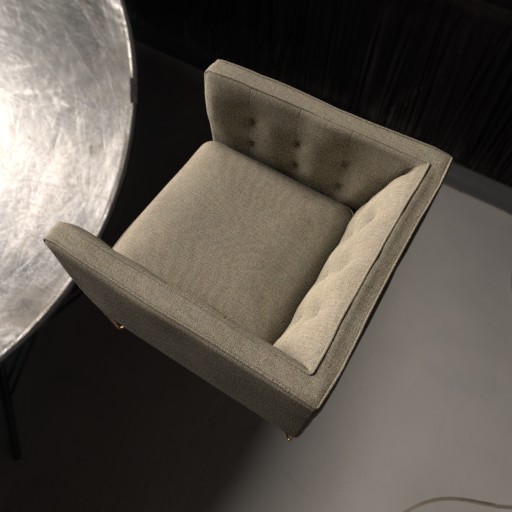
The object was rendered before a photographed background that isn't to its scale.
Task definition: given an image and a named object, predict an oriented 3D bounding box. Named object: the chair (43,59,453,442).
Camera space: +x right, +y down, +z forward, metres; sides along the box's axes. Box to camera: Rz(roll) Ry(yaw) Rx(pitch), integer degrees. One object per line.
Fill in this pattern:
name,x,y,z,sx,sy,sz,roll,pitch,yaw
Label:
chair,0.000,0.000,1.645,0.912,0.799,0.920,29,66,14
